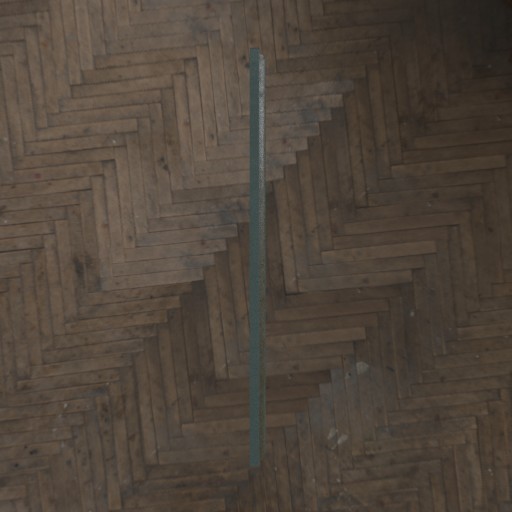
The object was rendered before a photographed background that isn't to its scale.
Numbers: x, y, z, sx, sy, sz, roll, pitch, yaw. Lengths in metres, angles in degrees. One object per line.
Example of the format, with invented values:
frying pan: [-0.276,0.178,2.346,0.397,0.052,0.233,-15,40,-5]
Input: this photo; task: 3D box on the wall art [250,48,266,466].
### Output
wall art: [0.000,0.000,1.303,0.030,0.983,0.767,0,90,0]
